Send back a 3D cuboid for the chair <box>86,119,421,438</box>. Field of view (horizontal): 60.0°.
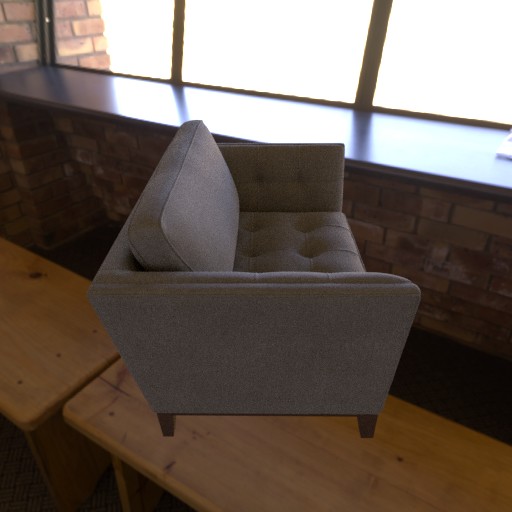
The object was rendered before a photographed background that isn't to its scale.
[{"bbox_3d":[0.000,0.000,2.004,0.965,0.942,1.396,0,32,0],"label":"chair"}]
